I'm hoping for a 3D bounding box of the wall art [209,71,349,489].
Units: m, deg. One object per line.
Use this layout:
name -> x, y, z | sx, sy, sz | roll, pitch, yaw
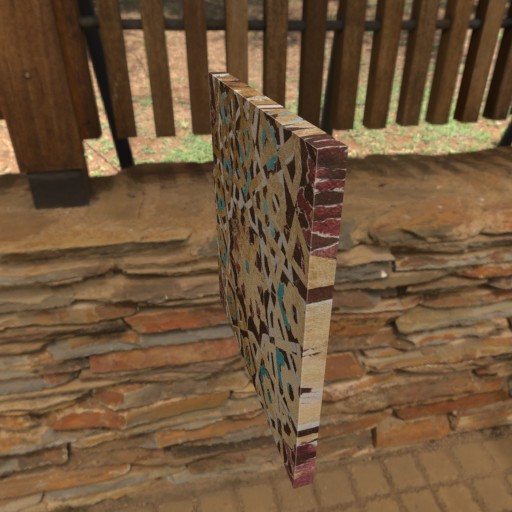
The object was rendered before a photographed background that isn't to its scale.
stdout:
wall art -> 0.000, 0.000, 0.892 | 0.041, 0.613, 0.609 | -8, 31, -14
